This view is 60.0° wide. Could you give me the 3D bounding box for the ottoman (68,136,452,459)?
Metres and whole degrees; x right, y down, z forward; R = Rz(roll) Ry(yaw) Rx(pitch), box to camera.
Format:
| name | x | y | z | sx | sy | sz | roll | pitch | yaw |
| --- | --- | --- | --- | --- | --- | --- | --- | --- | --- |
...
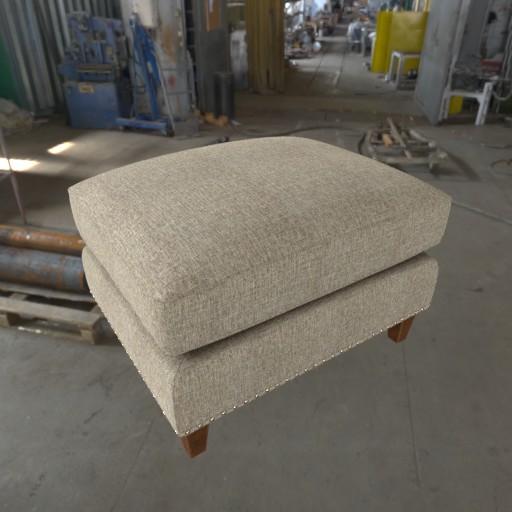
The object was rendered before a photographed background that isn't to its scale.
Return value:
| name | x | y | z | sx | sy | sz | roll | pitch | yaw |
| --- | --- | --- | --- | --- | --- | --- | --- | --- | --- |
| ottoman | 0.000 | 0.000 | 1.137 | 0.741 | 0.513 | 0.584 | -19 | 35 | -29 |
